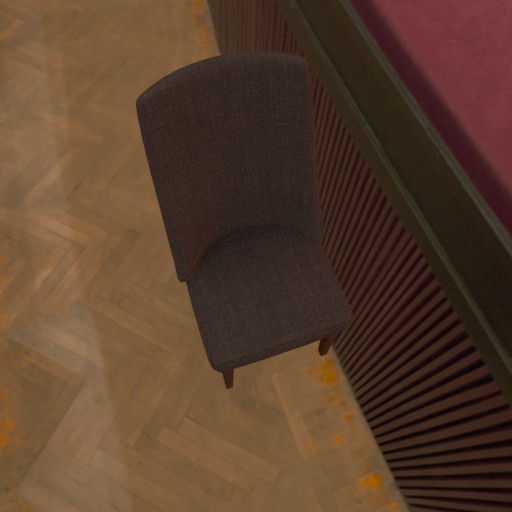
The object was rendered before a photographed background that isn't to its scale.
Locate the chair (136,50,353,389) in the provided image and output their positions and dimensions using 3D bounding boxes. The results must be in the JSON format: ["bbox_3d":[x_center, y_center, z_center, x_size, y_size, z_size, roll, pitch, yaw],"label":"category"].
[{"bbox_3d":[0.000,0.000,1.399,0.510,1.050,0.577,-17,64,-8],"label":"chair"}]
